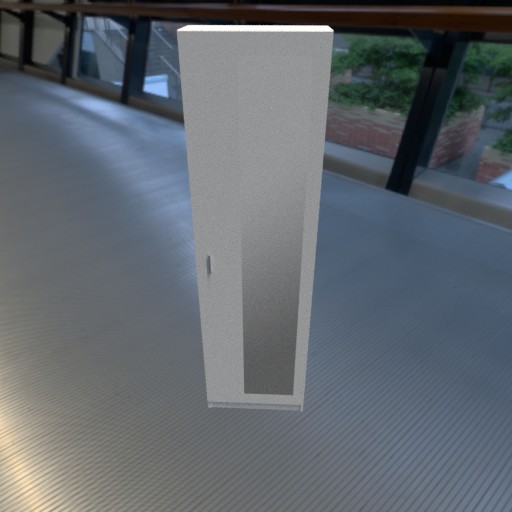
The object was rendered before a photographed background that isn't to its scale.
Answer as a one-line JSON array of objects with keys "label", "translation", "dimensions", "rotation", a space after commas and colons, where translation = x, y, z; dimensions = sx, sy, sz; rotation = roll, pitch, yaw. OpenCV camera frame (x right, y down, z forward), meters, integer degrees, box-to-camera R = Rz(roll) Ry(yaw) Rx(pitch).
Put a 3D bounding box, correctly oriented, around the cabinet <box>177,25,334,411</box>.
[{"label": "cabinet", "translation": [0.000, 0.000, 1.953], "dimensions": [0.500, 1.790, 0.230], "rotation": [1, 31, 2]}]
